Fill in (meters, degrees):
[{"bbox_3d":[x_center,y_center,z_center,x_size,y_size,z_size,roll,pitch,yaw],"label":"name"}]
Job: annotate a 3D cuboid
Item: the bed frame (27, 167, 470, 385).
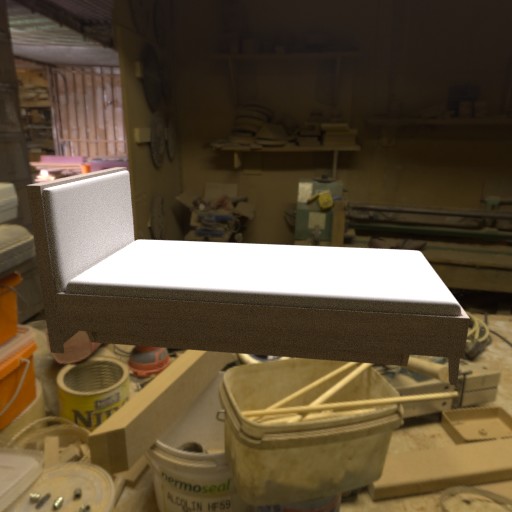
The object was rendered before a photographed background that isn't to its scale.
[{"bbox_3d":[0.000,0.000,2.631,2.140,0.920,0.990,2,17,8],"label":"bed frame"}]
